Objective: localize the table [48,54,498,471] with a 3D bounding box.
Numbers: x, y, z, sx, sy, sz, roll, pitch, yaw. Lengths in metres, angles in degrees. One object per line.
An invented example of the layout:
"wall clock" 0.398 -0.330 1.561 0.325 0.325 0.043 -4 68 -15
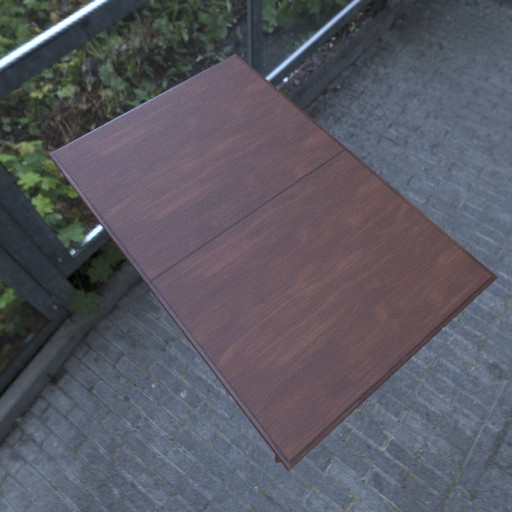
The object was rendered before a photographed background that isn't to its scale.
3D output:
"table" 0.000 0.000 2.043 0.990 0.761 1.524 -36 68 -17
